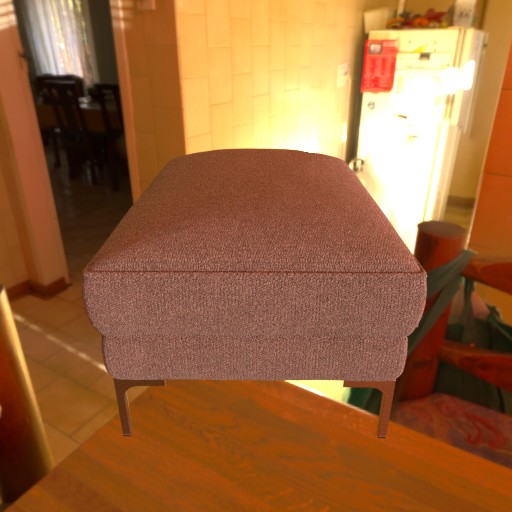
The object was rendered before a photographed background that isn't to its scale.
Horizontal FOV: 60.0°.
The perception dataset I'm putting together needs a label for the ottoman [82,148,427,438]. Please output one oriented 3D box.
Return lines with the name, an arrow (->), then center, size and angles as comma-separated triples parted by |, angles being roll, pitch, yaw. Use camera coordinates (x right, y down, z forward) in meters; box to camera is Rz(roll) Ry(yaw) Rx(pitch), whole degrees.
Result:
ottoman -> 0.000, 0.000, 1.143 | 0.583, 0.464, 0.785 | 0, 25, 0
